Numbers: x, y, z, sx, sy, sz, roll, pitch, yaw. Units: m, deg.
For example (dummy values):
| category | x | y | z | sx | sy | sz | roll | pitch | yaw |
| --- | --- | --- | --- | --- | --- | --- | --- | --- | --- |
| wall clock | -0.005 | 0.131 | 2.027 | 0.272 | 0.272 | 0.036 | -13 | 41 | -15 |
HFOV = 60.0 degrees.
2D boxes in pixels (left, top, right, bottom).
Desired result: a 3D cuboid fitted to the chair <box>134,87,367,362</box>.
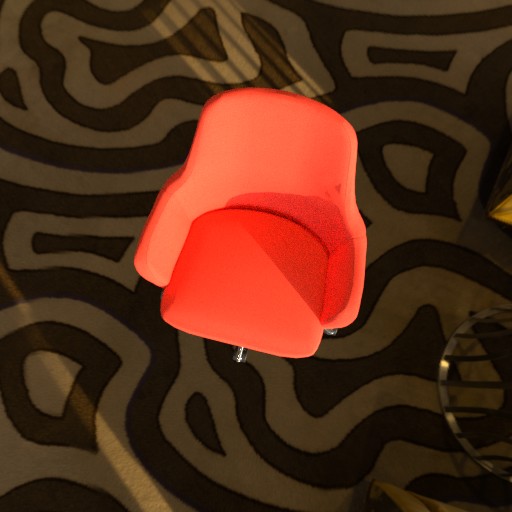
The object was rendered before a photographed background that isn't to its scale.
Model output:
| category | x | y | z | sx | sy | sz | roll | pitch | yaw |
| --- | --- | --- | --- | --- | --- | --- | --- | --- | --- |
| chair | 0.000 | 0.000 | 1.300 | 0.655 | 0.820 | 0.600 | 14 | 75 | 4 |
